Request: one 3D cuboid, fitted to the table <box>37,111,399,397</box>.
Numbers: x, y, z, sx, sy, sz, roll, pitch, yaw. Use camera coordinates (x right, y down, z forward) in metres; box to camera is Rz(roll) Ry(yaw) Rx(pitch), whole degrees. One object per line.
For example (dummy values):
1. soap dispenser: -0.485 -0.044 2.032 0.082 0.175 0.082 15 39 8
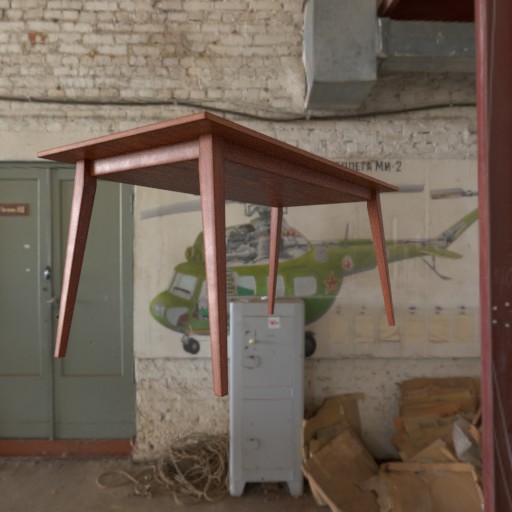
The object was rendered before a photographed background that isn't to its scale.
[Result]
1. table: 0.000 0.000 2.031 0.811 0.755 1.609 0 0 35
